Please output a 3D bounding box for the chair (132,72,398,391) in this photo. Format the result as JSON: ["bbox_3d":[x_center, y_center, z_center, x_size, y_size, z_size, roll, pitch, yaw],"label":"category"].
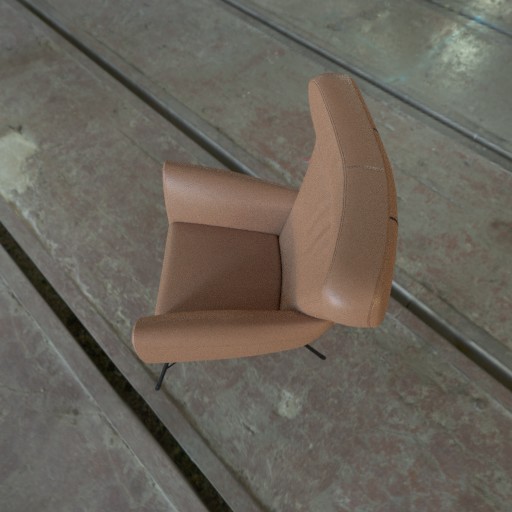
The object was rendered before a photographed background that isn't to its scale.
[{"bbox_3d":[0.000,0.000,1.771,0.900,1.050,0.980,1,56,1],"label":"chair"}]
